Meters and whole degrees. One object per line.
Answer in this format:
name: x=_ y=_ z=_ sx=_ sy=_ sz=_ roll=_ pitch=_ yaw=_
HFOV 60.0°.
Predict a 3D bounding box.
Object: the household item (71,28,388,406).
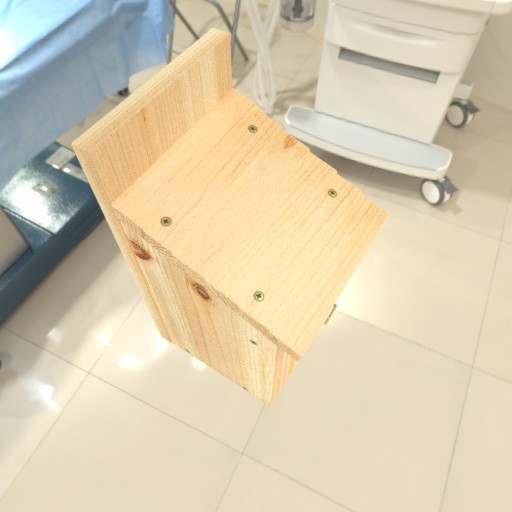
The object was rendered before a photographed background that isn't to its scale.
household item: x=0.000 y=0.000 z=0.400 sx=0.171 sy=0.300 sz=0.149 roll=28 pitch=62 yaw=17
